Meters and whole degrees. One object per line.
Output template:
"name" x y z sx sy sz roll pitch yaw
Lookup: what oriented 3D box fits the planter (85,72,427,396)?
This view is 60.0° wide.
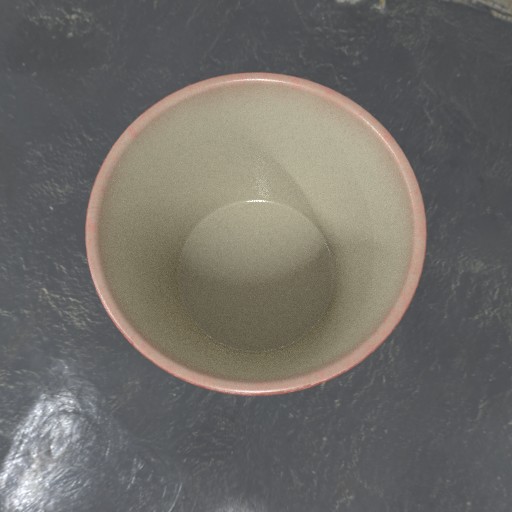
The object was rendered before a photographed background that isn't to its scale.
"planter" 0.000 0.000 0.468 0.273 0.237 0.273 0 75 0
